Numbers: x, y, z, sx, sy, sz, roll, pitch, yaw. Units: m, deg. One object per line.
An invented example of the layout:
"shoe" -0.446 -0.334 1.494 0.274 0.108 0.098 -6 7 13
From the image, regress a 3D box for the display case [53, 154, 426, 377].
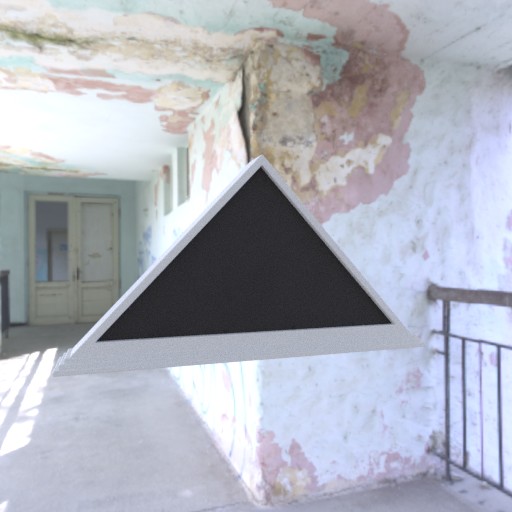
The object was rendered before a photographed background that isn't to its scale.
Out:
"display case" 0.000 0.000 0.774 0.640 0.340 0.095 0 1 -18
